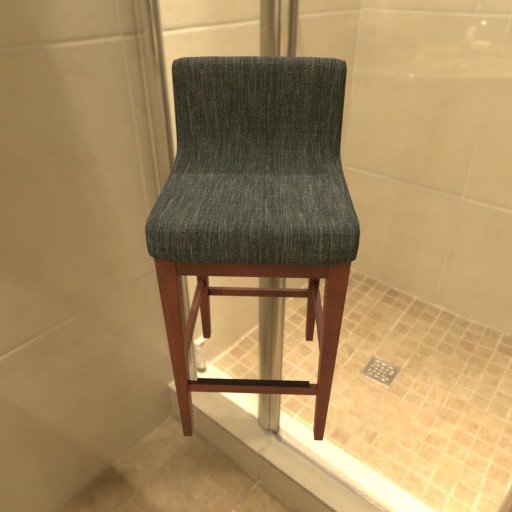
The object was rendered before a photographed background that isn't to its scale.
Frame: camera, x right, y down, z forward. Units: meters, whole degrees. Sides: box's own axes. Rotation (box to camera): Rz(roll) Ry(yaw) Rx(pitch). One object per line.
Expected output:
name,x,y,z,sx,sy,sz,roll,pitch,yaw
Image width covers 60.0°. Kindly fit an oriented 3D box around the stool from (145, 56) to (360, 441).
stool,0.000,0.000,1.070,0.395,0.835,0.459,1,32,2
